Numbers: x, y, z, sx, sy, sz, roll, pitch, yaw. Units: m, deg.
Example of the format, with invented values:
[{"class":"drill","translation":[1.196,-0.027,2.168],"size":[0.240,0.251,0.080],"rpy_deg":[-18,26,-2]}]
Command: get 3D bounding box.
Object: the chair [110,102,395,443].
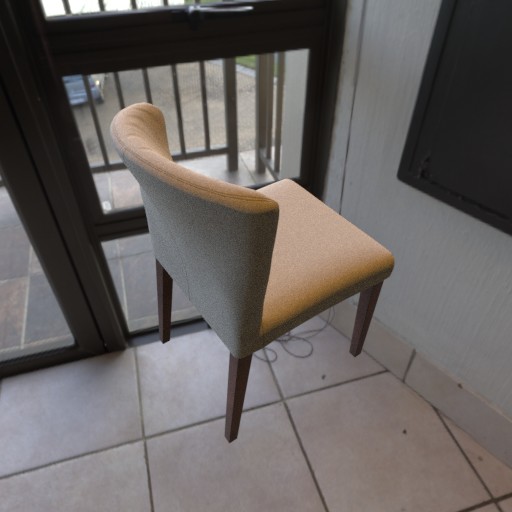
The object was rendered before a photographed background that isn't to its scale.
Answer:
[{"class":"chair","translation":[0.000,0.000,1.198],"size":[0.592,0.839,0.491],"rpy_deg":[-25,48,-25]}]
